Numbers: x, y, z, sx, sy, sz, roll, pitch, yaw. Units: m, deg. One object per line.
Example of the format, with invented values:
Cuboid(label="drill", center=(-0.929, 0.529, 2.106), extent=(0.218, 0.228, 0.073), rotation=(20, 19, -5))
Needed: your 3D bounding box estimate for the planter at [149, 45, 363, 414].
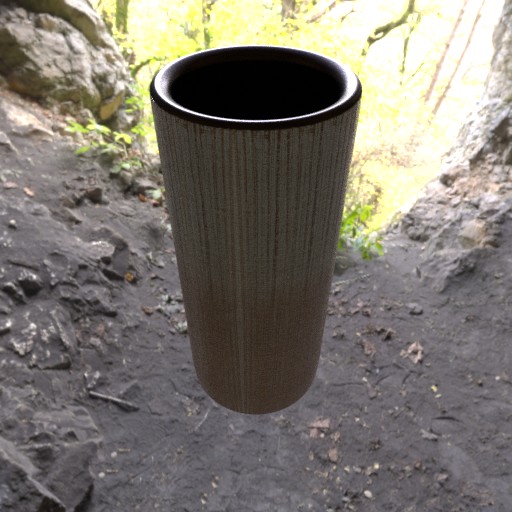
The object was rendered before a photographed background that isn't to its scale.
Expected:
Cuboid(label="planter", center=(0.000, 0.000, 0.285), extent=(0.100, 0.227, 0.100), rotation=(-26, 48, -26))
